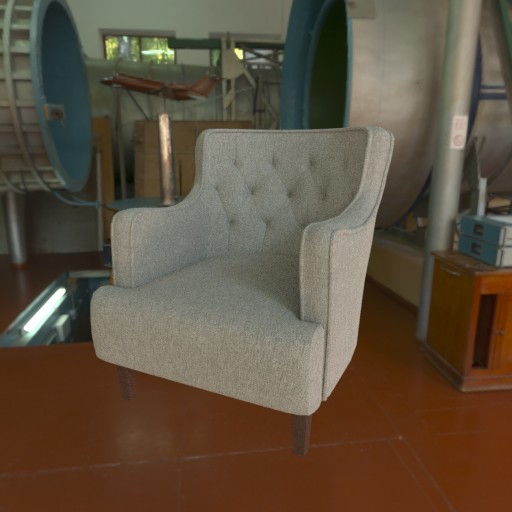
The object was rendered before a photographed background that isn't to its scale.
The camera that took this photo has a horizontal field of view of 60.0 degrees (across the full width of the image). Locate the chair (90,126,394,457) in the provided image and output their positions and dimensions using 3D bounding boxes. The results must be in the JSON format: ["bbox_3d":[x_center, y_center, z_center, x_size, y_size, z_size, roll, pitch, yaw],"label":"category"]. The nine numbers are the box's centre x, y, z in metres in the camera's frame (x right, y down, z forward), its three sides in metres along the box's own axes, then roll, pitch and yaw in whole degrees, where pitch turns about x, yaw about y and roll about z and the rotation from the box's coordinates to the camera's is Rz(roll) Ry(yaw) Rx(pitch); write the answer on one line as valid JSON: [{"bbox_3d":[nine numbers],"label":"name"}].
[{"bbox_3d":[0.000,0.000,1.605,0.820,0.920,0.910,7,16,25],"label":"chair"}]
